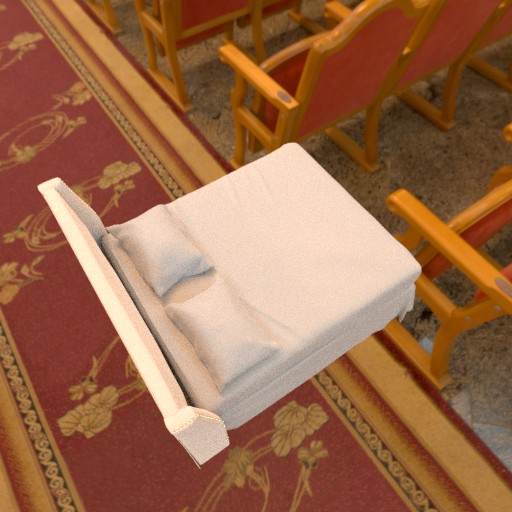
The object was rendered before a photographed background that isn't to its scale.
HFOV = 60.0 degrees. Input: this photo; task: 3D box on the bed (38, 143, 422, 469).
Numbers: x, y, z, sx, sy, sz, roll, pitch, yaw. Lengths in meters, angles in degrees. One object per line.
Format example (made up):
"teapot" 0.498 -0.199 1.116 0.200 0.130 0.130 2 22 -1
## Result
"bed" 0.000 0.000 3.418 2.276 1.332 1.925 -30 63 -17
